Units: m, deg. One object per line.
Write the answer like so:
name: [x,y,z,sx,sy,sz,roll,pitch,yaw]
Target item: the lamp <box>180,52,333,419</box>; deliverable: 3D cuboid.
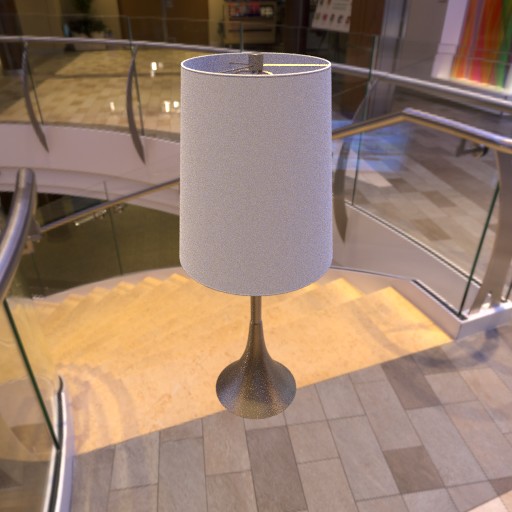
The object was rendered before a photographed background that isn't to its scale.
lamp: [0.000,0.000,0.680,0.231,0.569,0.231,0,31,0]
